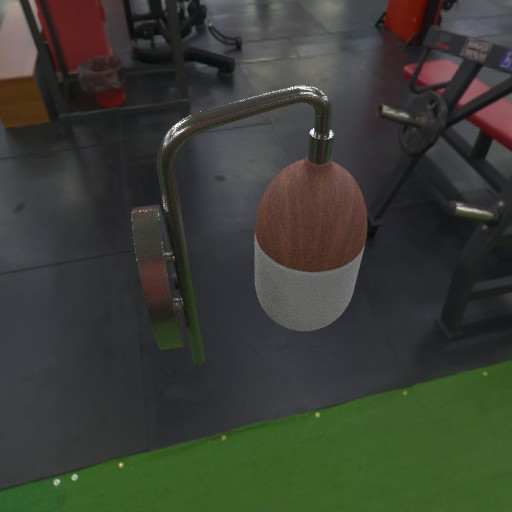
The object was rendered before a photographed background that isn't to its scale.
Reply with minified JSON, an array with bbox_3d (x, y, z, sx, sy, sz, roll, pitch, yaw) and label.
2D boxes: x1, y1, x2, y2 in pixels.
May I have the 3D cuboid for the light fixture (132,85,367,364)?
[{"bbox_3d":[0.000,0.000,0.442,0.216,0.343,0.108,-9,47,-8],"label":"light fixture"}]
